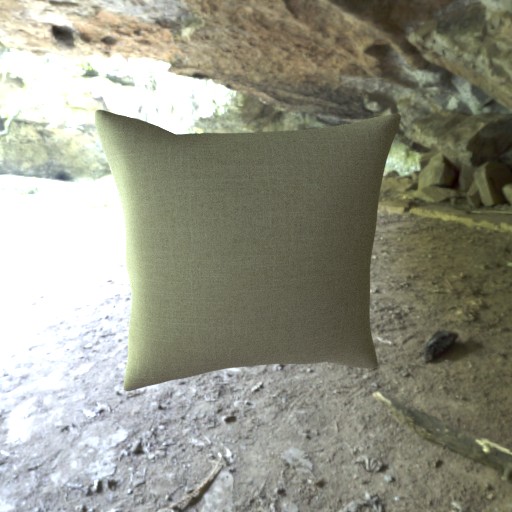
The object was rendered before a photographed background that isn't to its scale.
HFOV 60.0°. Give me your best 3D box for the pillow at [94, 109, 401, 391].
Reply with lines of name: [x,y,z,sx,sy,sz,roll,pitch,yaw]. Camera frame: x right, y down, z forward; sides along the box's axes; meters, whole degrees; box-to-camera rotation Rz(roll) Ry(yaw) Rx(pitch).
pillow: [0.000,0.000,0.642,0.414,0.399,0.173,-3,15,-10]
